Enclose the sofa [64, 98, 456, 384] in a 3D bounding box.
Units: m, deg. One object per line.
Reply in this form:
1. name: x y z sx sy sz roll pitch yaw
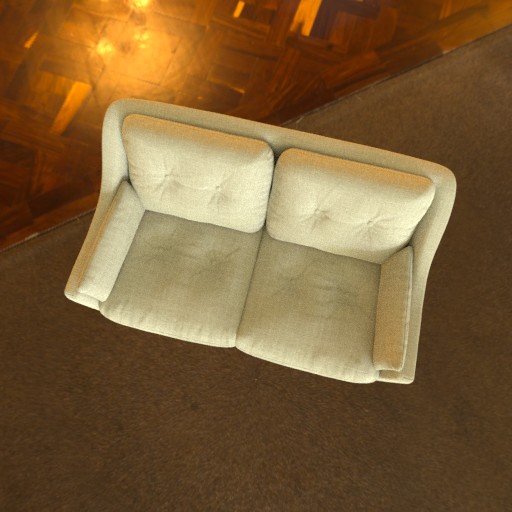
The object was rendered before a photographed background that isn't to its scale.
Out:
1. sofa: 0.000 0.000 2.221 1.652 0.888 0.965 13 75 4
